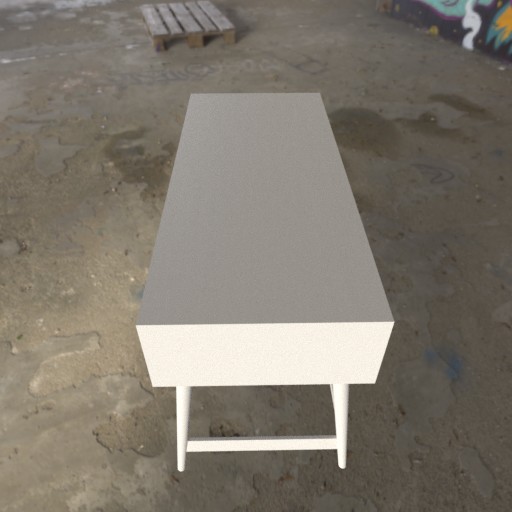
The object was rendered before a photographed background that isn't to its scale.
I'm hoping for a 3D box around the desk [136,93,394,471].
[{"bbox_3d":[0.000,0.000,1.720,0.589,0.762,1.313,-1,41,-1],"label":"desk"}]
